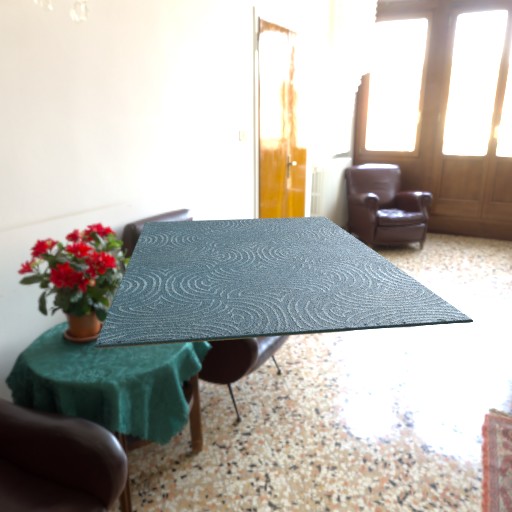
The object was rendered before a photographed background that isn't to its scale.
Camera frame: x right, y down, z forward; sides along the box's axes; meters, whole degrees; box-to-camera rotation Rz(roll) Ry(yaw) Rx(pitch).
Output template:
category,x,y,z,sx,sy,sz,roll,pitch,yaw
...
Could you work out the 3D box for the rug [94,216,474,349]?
category,x,y,z,sx,sy,sz,roll,pitch,yaw
rug,0.000,0.000,2.777,1.543,0.015,2.144,-2,17,-8
